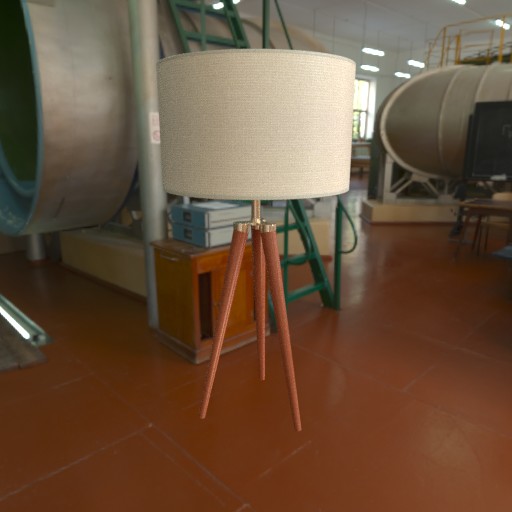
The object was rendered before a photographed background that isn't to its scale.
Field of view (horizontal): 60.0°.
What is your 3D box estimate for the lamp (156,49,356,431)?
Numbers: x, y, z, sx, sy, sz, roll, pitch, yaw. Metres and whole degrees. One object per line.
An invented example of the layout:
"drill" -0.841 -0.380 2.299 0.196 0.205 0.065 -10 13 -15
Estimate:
"lamp" 0.000 0.000 0.896 0.354 0.709 0.355 -3 15 -9
